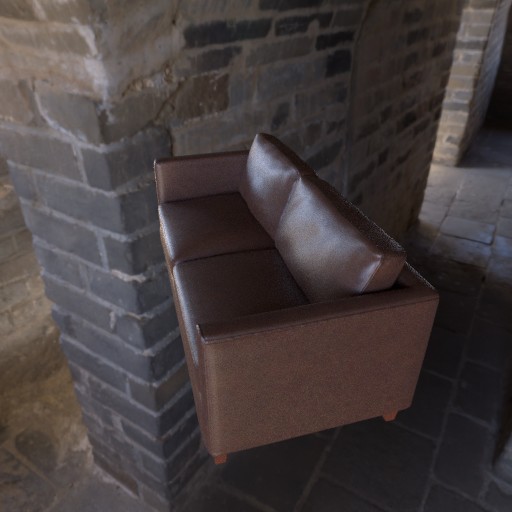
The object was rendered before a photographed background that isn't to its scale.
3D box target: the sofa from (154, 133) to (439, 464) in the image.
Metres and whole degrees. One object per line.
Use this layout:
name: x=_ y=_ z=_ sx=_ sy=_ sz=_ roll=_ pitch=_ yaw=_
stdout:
sofa: x=0.000 y=0.000 z=2.464 sx=0.951 sy=0.933 sz=1.883 roll=-8 pitch=32 yaw=-13
